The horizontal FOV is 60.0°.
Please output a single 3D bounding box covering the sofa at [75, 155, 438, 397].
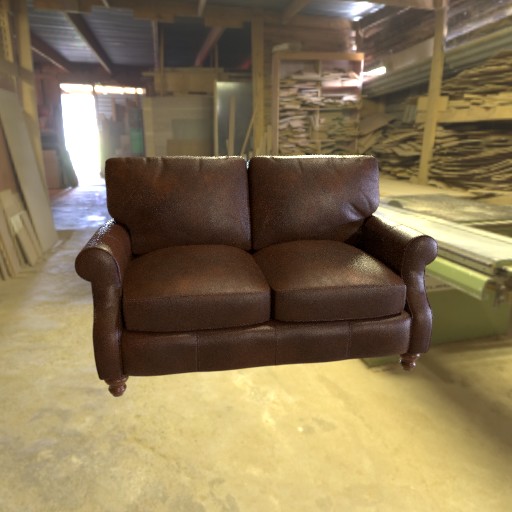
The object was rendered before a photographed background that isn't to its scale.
[{"bbox_3d":[0.000,0.000,2.257,1.616,0.976,0.990,-2,15,-9],"label":"sofa"}]
